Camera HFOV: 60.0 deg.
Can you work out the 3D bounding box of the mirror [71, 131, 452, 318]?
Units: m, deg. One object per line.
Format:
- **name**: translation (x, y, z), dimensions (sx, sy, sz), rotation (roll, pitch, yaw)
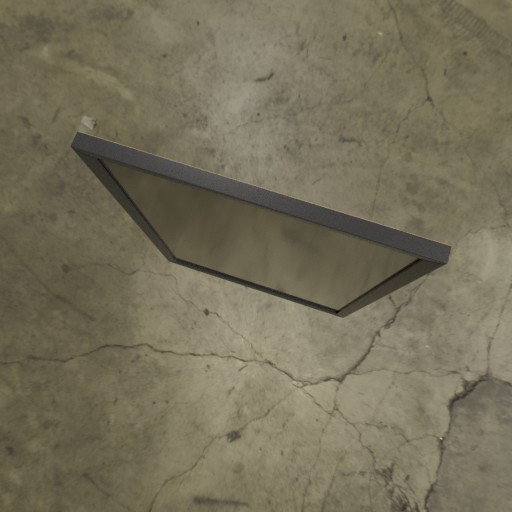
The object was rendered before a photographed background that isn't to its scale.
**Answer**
- **mirror**: translation (0.000, 0.000, 1.348), dimensions (0.762, 1.016, 0.040), rotation (18, 77, 4)
